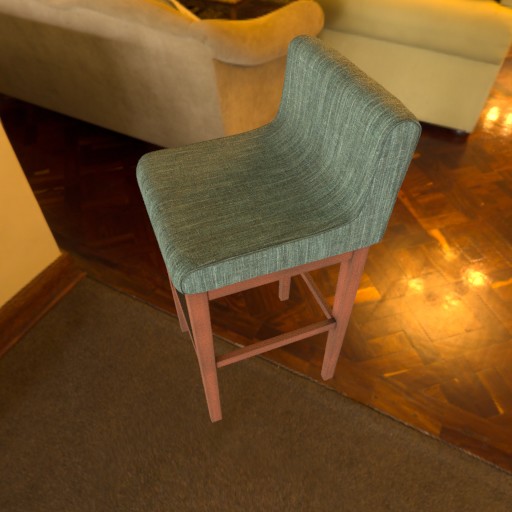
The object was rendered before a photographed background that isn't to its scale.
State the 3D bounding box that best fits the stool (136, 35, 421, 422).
[{"bbox_3d":[0.000,0.000,1.203,0.499,0.965,0.426,-16,49,-15],"label":"stool"}]
